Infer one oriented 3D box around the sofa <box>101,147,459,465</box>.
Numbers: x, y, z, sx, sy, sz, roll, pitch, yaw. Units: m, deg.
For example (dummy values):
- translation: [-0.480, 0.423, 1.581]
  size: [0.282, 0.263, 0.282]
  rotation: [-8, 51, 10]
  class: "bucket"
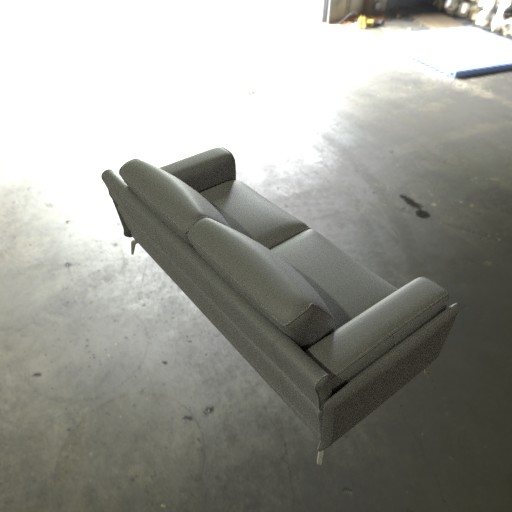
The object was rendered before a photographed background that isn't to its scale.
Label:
- translation: [0.000, 0.000, 2.659]
  size: [0.969, 0.900, 2.100]
  rotation: [-27, 48, -28]
  class: "sofa"
